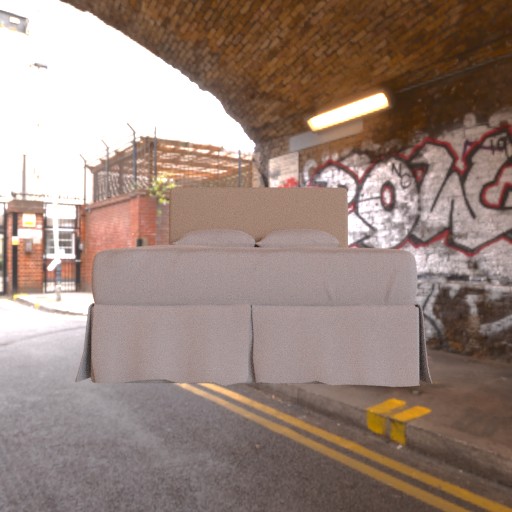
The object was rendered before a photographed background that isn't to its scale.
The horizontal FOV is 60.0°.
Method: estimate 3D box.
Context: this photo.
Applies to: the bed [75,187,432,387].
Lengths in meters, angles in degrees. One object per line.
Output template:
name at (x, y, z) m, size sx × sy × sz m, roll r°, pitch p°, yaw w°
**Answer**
bed at (0.000, 0.000, 3.199) m, size 1.748 × 1.330 × 2.142 m, roll 0°, pitch -1°, yaw 1°
